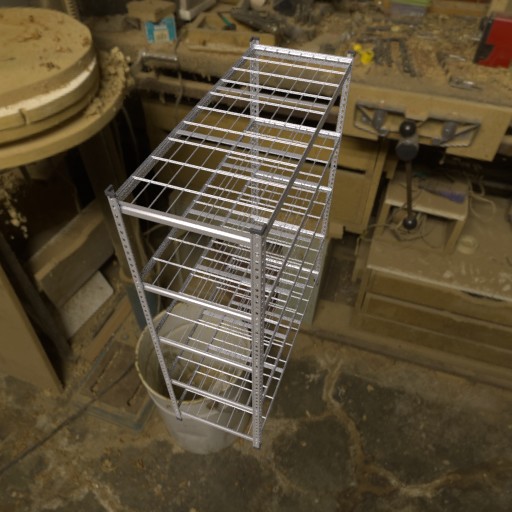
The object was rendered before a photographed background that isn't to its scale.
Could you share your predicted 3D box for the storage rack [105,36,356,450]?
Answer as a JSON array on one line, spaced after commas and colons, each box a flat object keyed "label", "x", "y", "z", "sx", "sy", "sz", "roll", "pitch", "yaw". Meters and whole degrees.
[{"label": "storage rack", "x": 0.000, "y": 0.000, "z": 2.735, "sx": 0.610, "sy": 1.981, "sz": 1.524, "roll": 15, "pitch": 49, "yaw": 14}]
